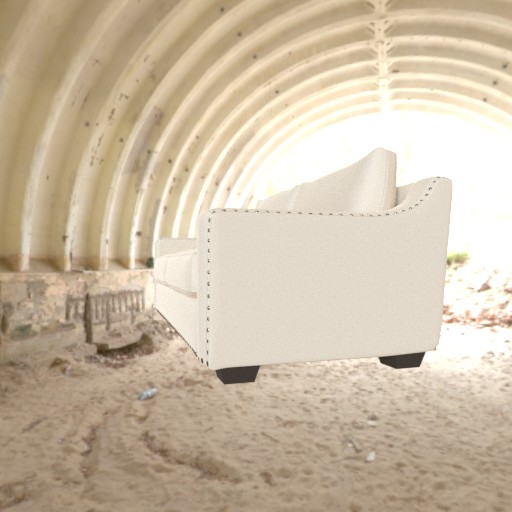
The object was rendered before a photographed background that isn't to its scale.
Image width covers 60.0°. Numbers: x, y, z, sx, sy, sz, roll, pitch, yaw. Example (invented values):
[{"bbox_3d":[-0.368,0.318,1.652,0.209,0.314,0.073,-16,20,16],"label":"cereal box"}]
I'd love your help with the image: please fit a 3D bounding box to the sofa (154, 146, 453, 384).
[{"bbox_3d":[0.000,0.000,2.334,0.949,0.830,1.812,0,-1,-18],"label":"sofa"}]
